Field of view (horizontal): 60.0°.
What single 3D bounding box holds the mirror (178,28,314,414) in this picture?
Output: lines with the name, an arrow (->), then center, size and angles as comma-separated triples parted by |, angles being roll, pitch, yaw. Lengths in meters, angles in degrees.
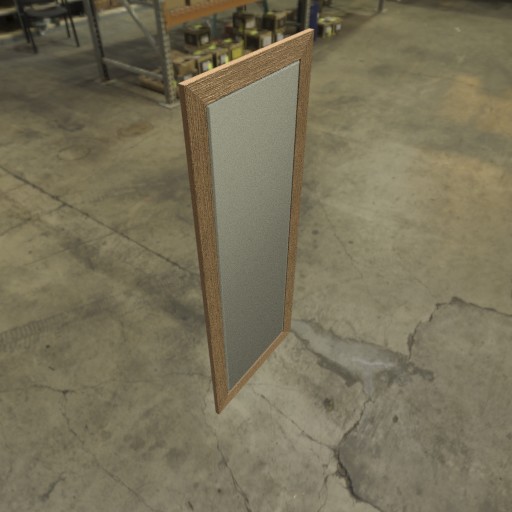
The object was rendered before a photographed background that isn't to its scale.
mirror -> 0.000, 0.000, 2.335 | 0.026, 2.031, 0.812 | 26, 47, 26
